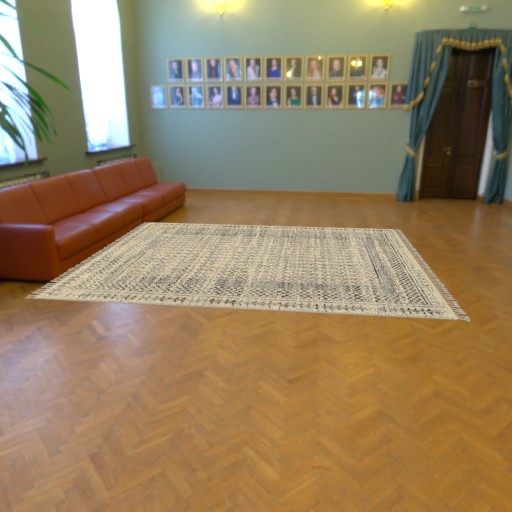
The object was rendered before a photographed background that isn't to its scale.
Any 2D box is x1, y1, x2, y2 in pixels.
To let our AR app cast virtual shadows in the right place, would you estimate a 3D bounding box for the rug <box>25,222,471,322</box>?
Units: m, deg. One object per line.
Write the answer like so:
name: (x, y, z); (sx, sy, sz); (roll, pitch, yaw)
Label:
rug: (0.000, 0.000, 3.948); (2.940, 0.013, 2.312); (2, 17, 7)
